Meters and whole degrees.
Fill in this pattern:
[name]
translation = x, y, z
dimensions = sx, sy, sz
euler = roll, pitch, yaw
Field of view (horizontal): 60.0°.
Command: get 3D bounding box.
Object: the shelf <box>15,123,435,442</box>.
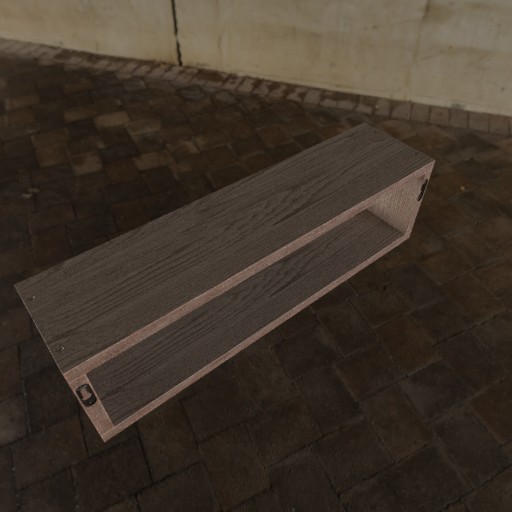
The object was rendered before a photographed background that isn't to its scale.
[shelf]
translation = 0.000, 0.000, 0.675
dimensions = 0.610, 0.170, 0.150
euler = -30, 53, -26
